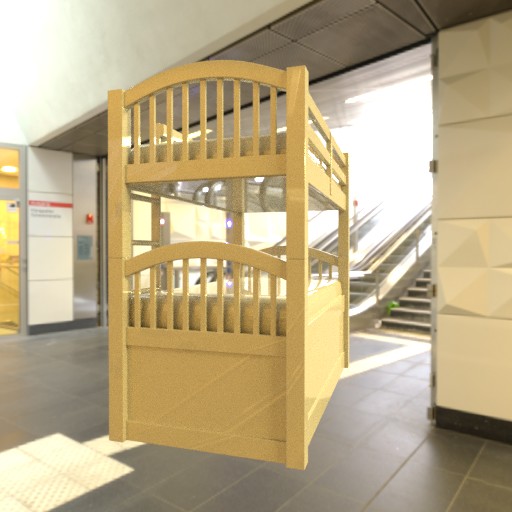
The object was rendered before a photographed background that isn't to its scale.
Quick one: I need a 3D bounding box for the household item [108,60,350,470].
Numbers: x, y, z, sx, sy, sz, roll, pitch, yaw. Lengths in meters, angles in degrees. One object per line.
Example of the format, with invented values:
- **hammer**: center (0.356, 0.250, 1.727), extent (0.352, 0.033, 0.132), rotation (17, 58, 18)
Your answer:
- **household item**: center (0.000, 0.000, 3.255), extent (1.143, 2.032, 2.032), rotation (0, 1, 18)
